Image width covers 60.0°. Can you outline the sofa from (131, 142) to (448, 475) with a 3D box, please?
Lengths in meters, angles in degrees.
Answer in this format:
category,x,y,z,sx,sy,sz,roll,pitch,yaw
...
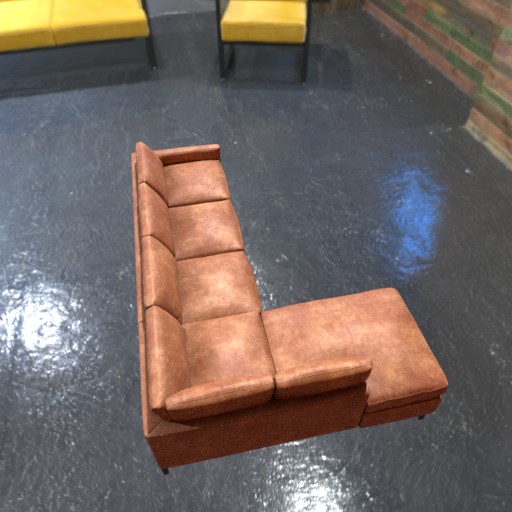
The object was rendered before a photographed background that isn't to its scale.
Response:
category,x,y,z,sx,sy,sz,roll,pitch,yaw
sofa,0.000,0.000,3.768,1.938,0.877,2.984,-9,47,-8
